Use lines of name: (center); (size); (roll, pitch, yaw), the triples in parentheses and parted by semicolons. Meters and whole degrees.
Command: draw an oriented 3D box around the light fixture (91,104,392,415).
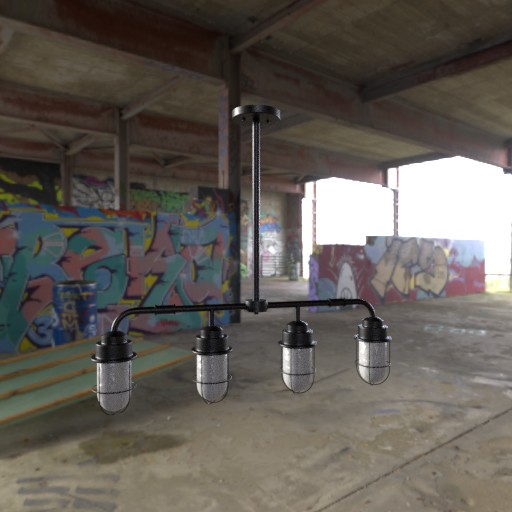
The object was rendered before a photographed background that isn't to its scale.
light fixture: (0.000, 0.000, 1.217); (0.852, 0.785, 0.131); (0, 1, -19)
